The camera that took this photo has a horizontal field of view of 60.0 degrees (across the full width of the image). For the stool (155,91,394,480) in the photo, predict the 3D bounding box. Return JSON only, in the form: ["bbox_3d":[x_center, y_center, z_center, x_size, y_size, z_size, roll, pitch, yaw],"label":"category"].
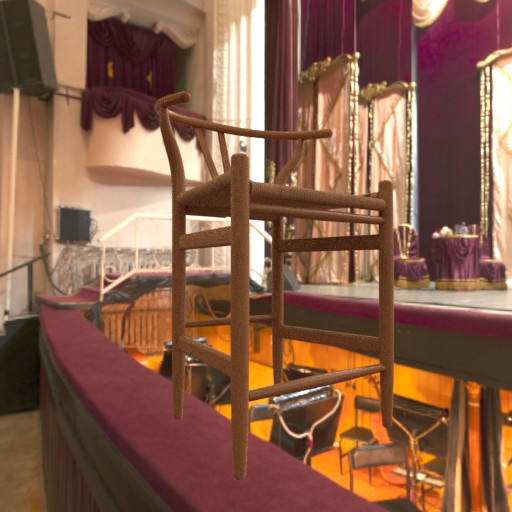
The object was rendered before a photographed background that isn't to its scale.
[{"bbox_3d":[0.000,0.000,1.274,0.536,0.923,0.575,1,-2,-37],"label":"stool"}]
